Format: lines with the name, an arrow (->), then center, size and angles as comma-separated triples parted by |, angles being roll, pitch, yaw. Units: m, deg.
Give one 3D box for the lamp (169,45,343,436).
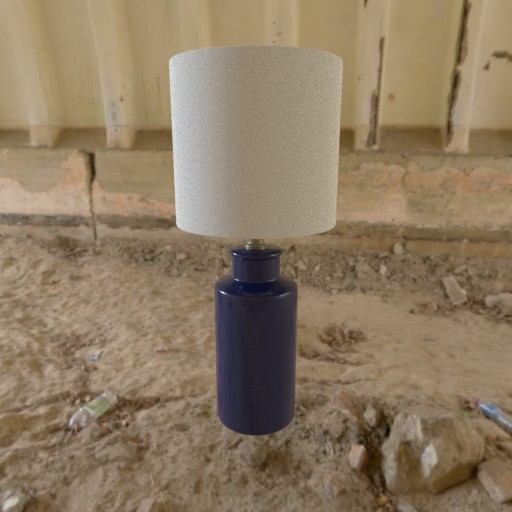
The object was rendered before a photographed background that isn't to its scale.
lamp -> 0.000, 0.000, 0.611 | 0.212, 0.493, 0.212 | -7, 16, -26
